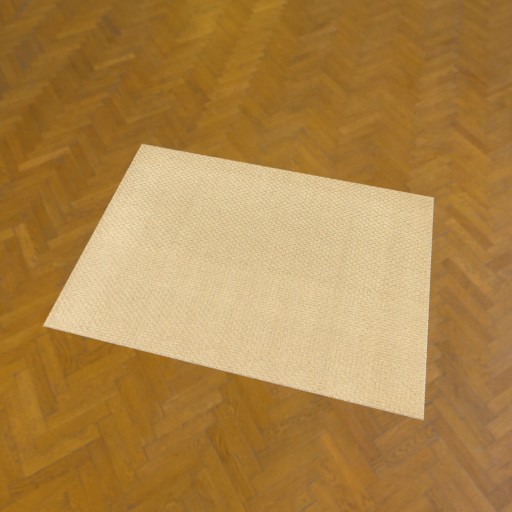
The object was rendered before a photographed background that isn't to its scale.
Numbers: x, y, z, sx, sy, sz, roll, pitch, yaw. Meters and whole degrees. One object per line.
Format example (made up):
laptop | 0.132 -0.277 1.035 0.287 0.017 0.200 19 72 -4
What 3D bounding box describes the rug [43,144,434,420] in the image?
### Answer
rug | 0.000 0.000 2.797 2.144 0.013 1.509 12 59 7
